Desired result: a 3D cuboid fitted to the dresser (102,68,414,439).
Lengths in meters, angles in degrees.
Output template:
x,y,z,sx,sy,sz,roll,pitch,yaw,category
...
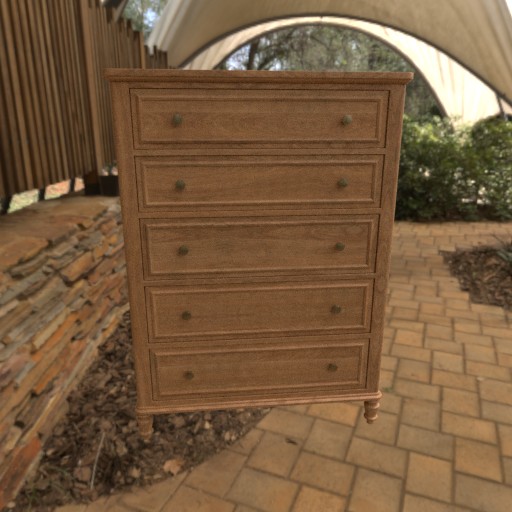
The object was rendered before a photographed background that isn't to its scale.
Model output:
x,y,z,sx,sy,sz,roll,pitch,yaw,category
0.000,0.000,1.765,0.973,1.318,0.484,-2,17,-6,dresser
